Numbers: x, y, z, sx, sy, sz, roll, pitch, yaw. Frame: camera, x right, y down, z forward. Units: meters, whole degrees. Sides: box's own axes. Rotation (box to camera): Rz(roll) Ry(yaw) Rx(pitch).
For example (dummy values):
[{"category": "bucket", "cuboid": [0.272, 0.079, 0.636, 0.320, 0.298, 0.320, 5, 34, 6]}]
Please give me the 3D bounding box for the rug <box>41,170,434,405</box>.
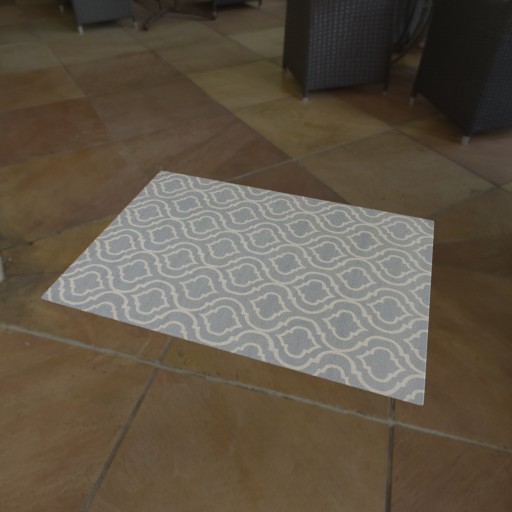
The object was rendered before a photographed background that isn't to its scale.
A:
[{"category": "rug", "cuboid": [0.000, 0.000, 2.762, 2.080, 0.010, 1.451, 13, 43, 14]}]
